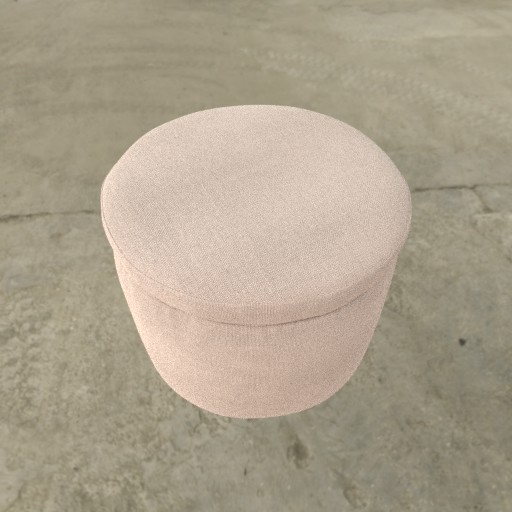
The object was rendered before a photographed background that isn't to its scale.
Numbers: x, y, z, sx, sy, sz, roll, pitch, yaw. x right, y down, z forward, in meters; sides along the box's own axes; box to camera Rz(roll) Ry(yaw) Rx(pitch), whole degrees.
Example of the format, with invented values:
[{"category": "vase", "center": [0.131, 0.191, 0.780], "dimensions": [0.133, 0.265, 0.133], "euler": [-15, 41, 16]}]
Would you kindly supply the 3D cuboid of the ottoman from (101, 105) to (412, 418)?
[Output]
[{"category": "ottoman", "center": [0.000, 0.000, 0.843], "dimensions": [0.497, 0.409, 0.497], "euler": [0, 48, 0]}]
